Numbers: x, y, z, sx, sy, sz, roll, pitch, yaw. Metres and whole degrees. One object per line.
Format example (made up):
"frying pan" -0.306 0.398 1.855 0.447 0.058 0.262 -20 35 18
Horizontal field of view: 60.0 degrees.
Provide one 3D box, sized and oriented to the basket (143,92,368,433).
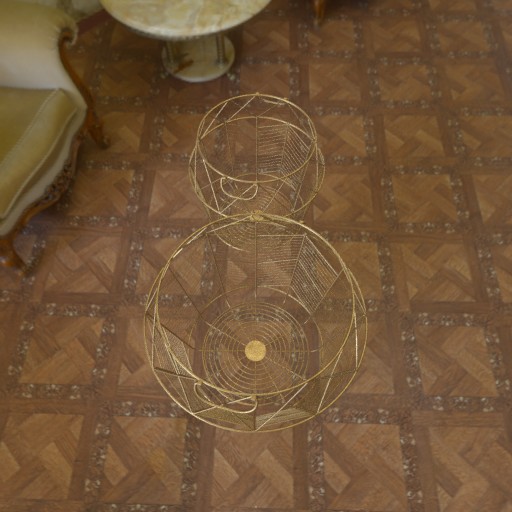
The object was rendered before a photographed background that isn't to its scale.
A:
"basket" 0.000 0.000 1.048 0.451 0.343 0.805 0 60 0
